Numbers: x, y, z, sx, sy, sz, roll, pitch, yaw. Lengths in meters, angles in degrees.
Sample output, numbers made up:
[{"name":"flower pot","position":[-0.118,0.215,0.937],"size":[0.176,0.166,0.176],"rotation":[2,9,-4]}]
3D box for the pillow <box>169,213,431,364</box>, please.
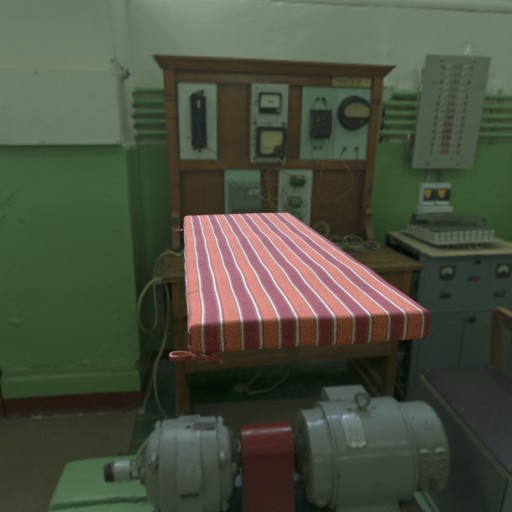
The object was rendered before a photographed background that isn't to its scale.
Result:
[{"name":"pillow","position":[0.000,0.000,1.341],"size":[0.492,0.081,1.187],"rotation":[-2,15,-9]}]
